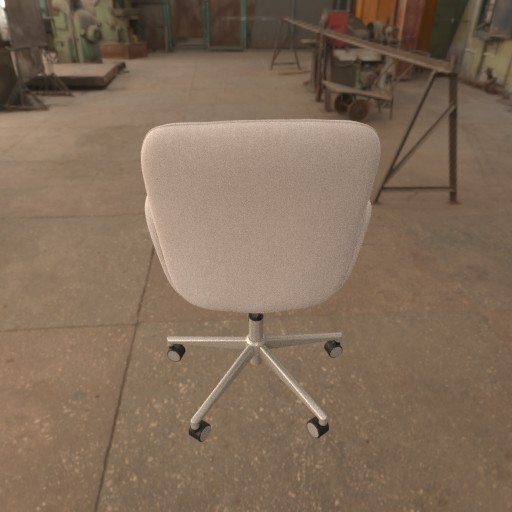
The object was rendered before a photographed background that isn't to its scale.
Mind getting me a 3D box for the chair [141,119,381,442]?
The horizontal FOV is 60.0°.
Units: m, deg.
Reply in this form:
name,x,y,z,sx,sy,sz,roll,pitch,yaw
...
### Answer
name,x,y,z,sx,sy,sz,roll,pitch,yaw
chair,0.000,0.000,1.350,0.648,0.959,0.633,-1,31,-2
